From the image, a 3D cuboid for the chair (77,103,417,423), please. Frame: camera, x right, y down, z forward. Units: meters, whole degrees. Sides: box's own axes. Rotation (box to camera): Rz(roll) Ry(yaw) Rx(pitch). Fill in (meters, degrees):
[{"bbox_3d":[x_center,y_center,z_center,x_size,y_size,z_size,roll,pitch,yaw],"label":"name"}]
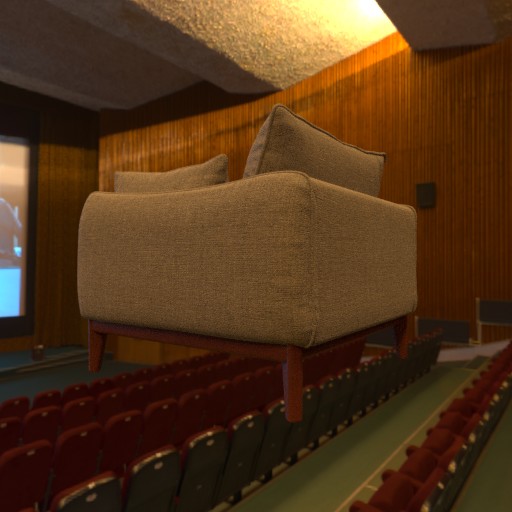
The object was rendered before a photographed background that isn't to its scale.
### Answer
[{"bbox_3d":[0.000,0.000,1.713,0.976,0.839,0.993,0,0,36],"label":"chair"}]
